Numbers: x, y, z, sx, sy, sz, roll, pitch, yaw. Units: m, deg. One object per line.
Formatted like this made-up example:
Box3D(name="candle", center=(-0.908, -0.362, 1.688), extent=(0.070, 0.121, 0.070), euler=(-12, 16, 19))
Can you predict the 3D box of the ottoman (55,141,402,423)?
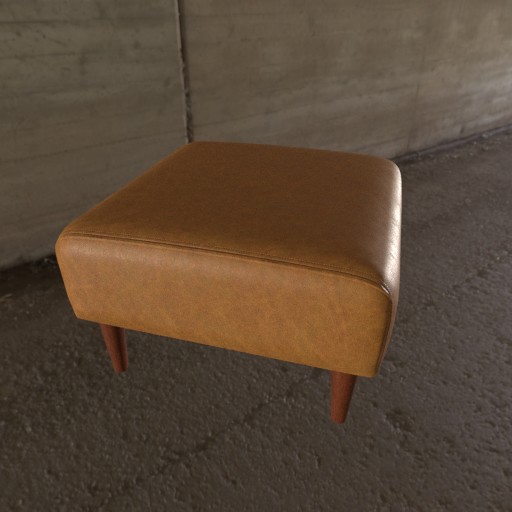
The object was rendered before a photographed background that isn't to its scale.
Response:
Box3D(name="ottoman", center=(0.000, 0.000, 1.090), extent=(0.650, 0.399, 0.650), euler=(8, 32, 14))
